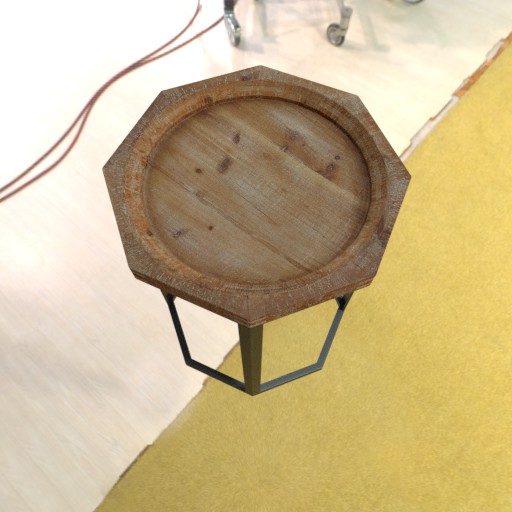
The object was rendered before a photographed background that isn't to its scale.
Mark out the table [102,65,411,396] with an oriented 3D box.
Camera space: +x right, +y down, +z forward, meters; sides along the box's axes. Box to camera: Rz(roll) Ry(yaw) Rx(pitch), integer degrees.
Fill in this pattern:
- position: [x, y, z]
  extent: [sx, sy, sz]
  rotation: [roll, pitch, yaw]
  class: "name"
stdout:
- position: [0.000, 0.000, 0.896]
  extent: [0.458, 0.543, 0.458]
  rotation: [2, 63, 1]
  class: "table"
